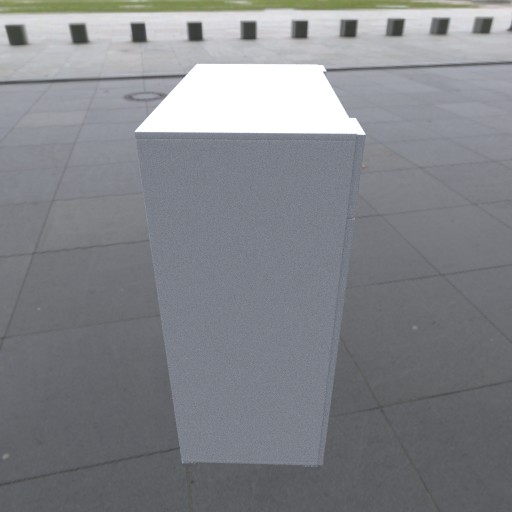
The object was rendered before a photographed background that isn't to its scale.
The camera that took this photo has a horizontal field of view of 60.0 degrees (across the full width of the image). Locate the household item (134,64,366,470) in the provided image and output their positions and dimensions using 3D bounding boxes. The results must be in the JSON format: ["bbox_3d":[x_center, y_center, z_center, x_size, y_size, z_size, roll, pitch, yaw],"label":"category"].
[{"bbox_3d":[0.000,0.000,1.402,0.420,1.010,0.790,1,32,1],"label":"household item"}]
